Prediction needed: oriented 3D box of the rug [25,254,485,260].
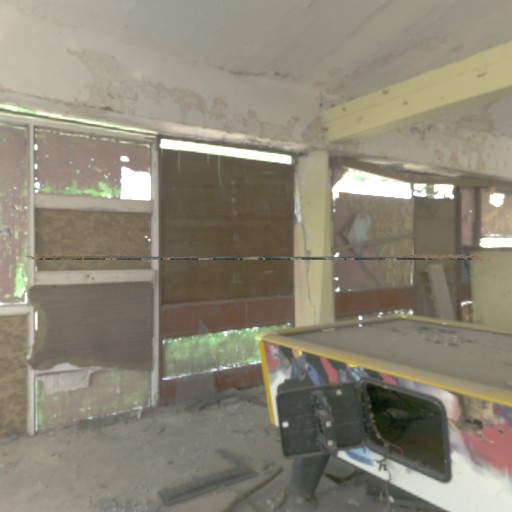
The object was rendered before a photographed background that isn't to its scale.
[{"bbox_3d":[0.000,0.000,4.344,3.307,0.047,2.418,0,0,1],"label":"rug"}]
